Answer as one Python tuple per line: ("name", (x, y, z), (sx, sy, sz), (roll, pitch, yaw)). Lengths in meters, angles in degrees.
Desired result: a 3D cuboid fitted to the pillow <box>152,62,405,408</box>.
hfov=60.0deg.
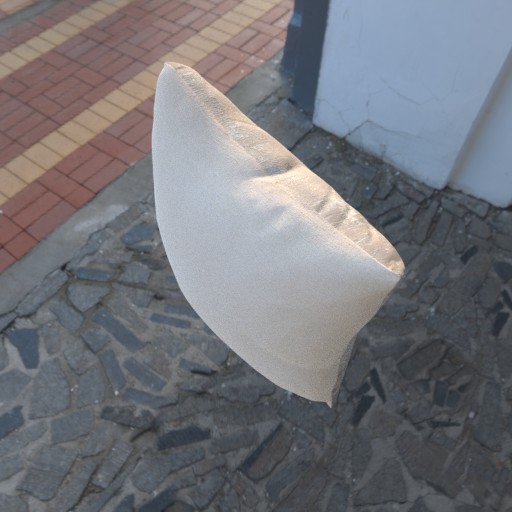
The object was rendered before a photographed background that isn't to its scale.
("pillow", (0.000, 0.000, 0.705), (0.245, 0.448, 0.450), (-31, 62, -18))
